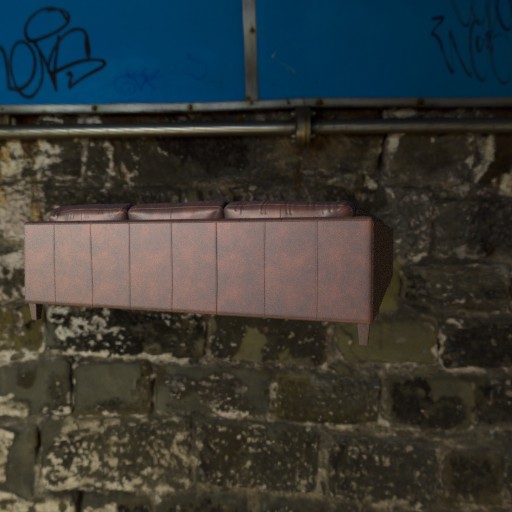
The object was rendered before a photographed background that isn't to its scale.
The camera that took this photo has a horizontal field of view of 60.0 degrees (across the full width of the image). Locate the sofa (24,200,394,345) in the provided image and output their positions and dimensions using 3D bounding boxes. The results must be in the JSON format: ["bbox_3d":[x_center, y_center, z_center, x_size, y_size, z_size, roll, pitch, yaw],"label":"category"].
[{"bbox_3d":[0.000,0.000,4.251,2.438,0.836,3.152,1,2,19],"label":"sofa"}]
